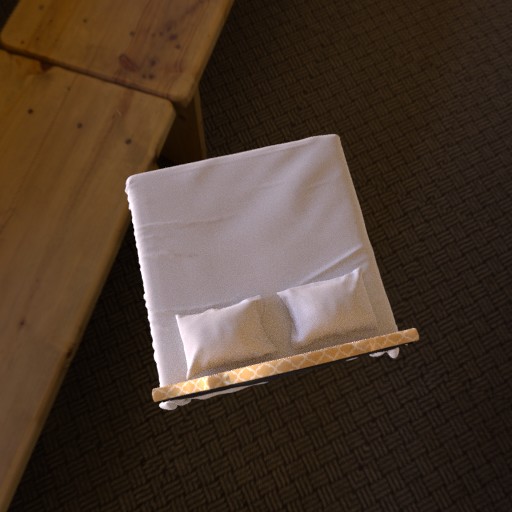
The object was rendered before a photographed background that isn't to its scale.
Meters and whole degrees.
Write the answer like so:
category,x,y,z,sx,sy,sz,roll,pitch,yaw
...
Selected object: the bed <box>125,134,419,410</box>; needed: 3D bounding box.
category,x,y,z,sx,sy,sz,roll,pitch,yaw
bed,0.000,0.000,3.815,2.314,1.601,2.222,-12,76,-3
